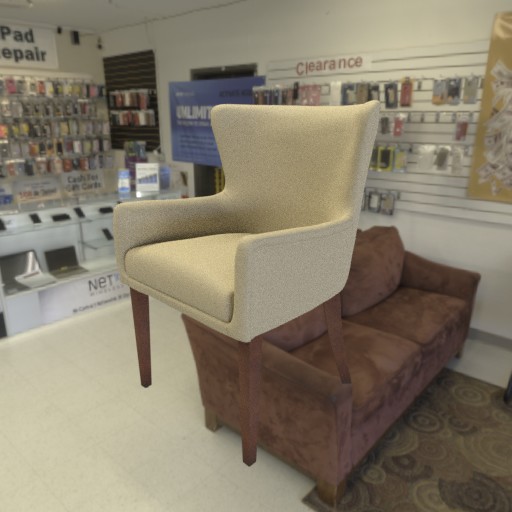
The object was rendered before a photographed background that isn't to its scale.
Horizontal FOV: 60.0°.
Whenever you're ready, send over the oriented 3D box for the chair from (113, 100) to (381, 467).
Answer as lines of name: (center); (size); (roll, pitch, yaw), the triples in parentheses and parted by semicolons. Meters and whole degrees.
chair: (0.000, 0.000, 1.442); (0.660, 0.952, 0.686); (17, 24, 42)
